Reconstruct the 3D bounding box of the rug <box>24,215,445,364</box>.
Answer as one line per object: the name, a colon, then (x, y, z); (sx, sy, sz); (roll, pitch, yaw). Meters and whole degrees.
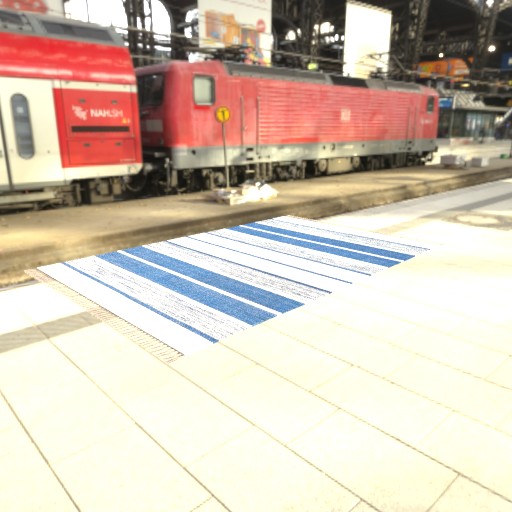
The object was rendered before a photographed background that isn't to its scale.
rug: (0.000, 0.000, 2.974); (2.441, 0.010, 1.532); (-16, 23, -43)
